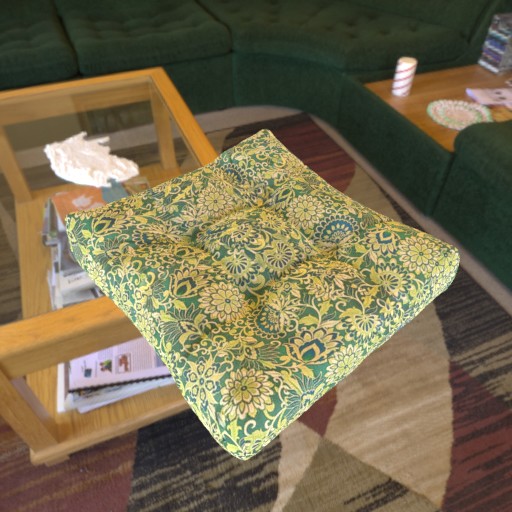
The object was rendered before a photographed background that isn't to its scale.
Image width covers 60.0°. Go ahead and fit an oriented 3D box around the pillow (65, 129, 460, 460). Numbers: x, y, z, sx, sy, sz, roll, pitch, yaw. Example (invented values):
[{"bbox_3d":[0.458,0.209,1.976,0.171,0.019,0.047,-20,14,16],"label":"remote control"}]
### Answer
[{"bbox_3d":[0.000,0.000,0.744,0.468,0.128,0.490,-31,53,-27],"label":"pillow"}]
